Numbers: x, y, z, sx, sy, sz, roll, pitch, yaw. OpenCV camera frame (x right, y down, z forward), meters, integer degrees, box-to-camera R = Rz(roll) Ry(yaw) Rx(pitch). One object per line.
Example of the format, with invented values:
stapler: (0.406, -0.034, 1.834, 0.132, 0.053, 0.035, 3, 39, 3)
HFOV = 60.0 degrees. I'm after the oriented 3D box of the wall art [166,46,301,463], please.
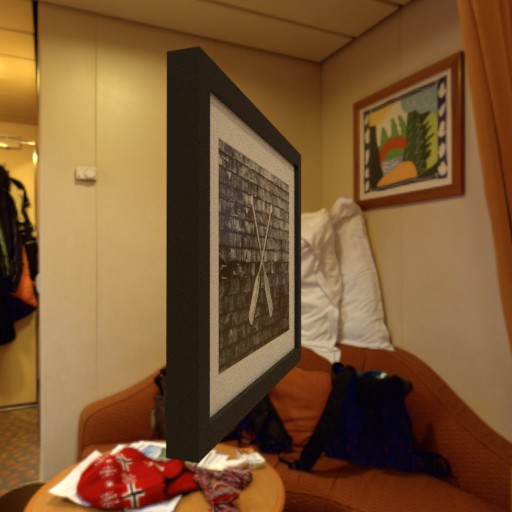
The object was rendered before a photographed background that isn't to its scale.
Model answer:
wall art: (0.000, 0.000, 0.536, 0.029, 0.330, 0.381, 0, -1, 18)
